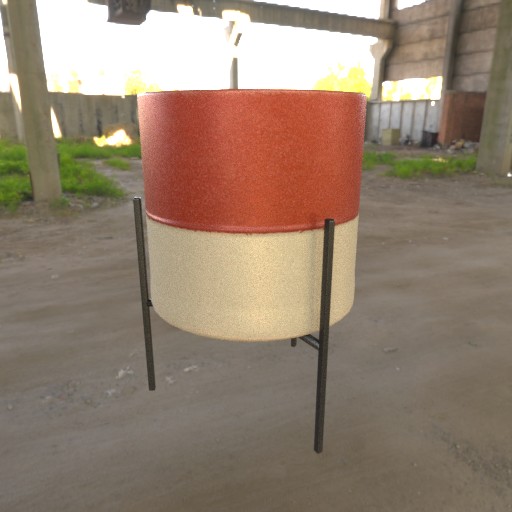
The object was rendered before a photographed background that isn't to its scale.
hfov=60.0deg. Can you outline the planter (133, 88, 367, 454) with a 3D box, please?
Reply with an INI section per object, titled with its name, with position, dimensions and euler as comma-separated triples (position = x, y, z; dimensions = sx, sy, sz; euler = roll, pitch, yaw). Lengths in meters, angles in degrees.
[planter]
position = 0.000, 0.000, 0.520
dimensions = 0.235, 0.354, 0.251
euler = 9, 20, 27
